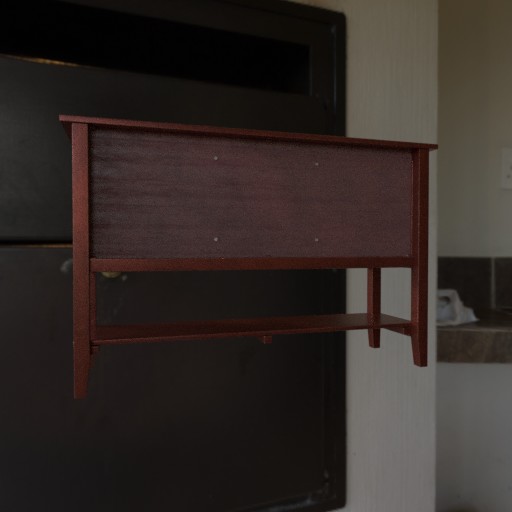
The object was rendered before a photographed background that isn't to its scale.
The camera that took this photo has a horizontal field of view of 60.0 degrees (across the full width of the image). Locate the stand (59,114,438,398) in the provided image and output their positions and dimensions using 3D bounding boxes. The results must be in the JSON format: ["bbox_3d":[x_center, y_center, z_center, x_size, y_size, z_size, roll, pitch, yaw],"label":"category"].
[{"bbox_3d":[0.000,0.000,1.738,1.362,0.872,0.410,0,1,-17],"label":"stand"}]
